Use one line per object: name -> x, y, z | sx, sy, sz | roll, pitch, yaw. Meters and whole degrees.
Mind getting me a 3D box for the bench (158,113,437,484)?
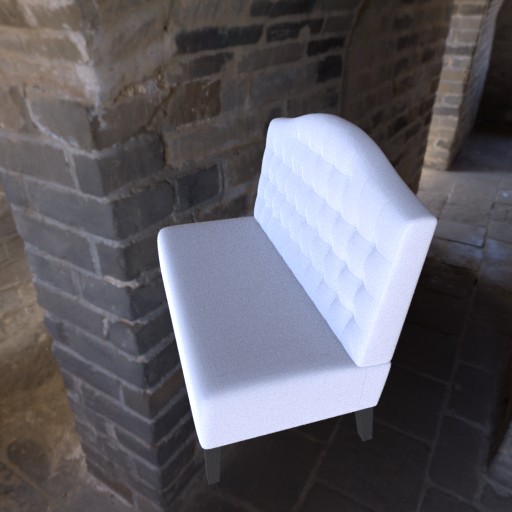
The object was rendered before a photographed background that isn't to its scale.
bench -> 0.000, 0.000, 2.033 | 0.815, 1.180, 1.335 | -9, 32, -14
